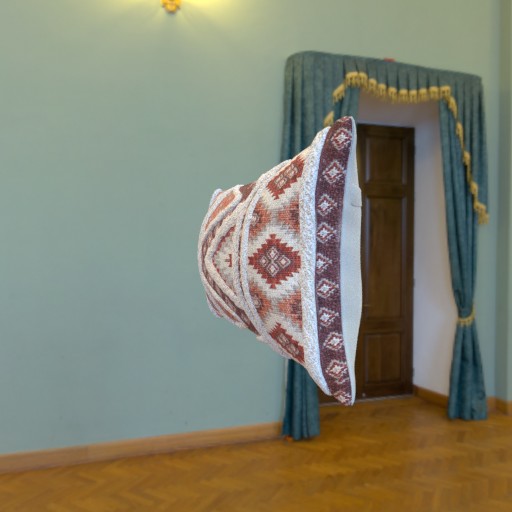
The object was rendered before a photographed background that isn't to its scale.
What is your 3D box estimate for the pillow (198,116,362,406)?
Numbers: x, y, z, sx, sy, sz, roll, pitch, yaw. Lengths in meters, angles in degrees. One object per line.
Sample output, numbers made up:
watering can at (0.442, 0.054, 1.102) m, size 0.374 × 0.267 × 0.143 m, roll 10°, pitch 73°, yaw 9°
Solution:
pillow at (0.000, 0.000, 0.731) m, size 0.161 × 0.295 × 0.608 m, roll 0°, pitch 1°, yaw -18°
